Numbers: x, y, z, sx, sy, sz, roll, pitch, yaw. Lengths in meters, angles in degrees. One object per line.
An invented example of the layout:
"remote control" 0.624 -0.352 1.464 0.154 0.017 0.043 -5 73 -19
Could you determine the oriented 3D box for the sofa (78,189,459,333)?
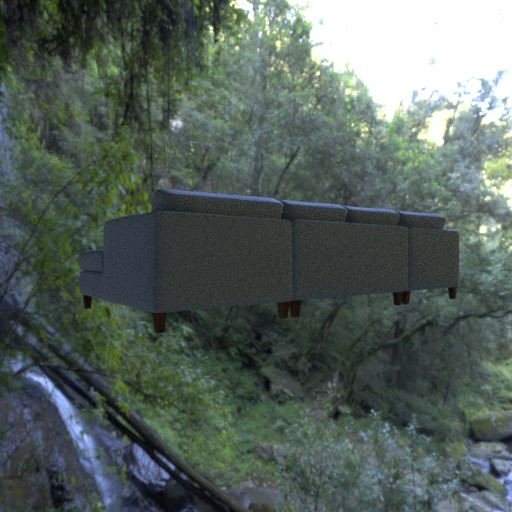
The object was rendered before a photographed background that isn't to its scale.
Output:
"sofa" 0.000 0.000 4.558 3.403 0.889 2.551 0 0 -37
